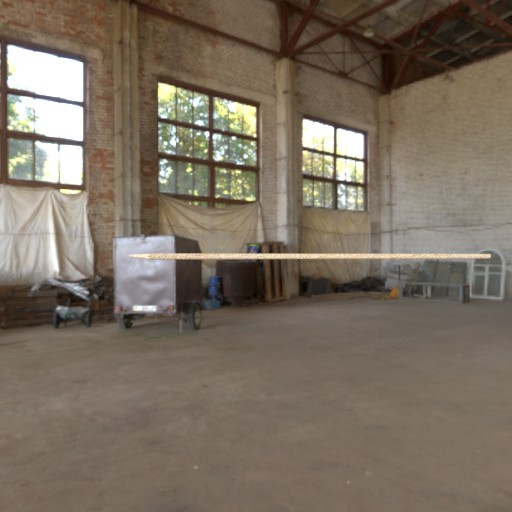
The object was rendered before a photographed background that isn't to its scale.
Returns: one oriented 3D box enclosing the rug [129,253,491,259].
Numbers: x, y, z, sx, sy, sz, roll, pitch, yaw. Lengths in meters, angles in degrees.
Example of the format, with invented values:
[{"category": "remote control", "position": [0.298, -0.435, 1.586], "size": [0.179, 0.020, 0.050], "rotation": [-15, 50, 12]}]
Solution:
[{"category": "rug", "position": [0.000, 0.000, 3.401], "size": [1.800, 0.025, 2.699], "rotation": [0, 0, -18]}]
